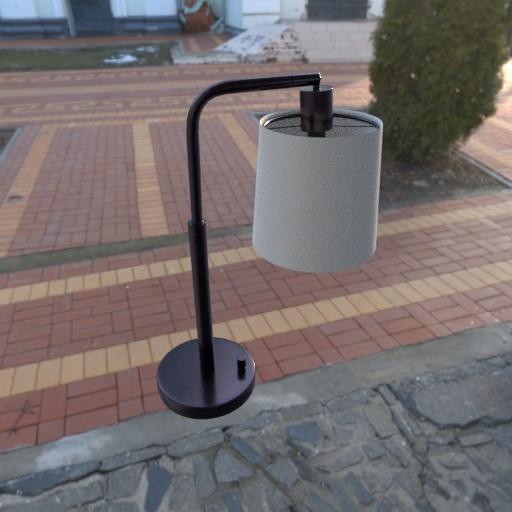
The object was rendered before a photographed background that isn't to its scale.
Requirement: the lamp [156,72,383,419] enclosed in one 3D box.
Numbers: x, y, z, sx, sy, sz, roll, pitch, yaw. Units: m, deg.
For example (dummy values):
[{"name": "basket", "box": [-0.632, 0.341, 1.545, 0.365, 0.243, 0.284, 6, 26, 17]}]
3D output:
[{"name": "lamp", "box": [0.000, 0.000, 0.634, 0.333, 0.489, 0.171, -1, 30, -2]}]
